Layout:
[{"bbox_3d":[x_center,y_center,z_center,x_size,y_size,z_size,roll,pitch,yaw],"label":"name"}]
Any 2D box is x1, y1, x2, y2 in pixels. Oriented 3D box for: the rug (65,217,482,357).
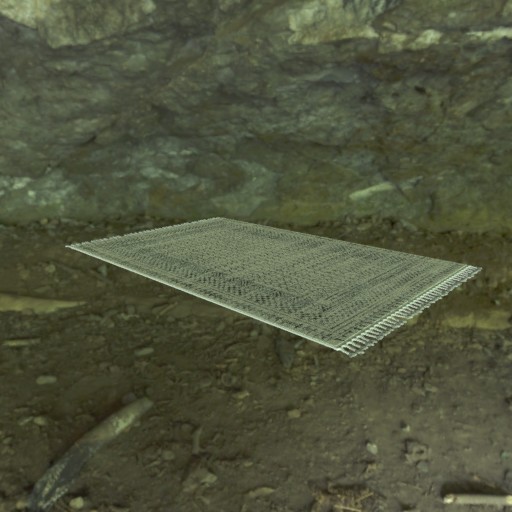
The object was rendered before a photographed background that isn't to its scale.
[{"bbox_3d":[0.000,0.000,3.044,2.486,0.013,1.548,14,21,41],"label":"rug"}]
